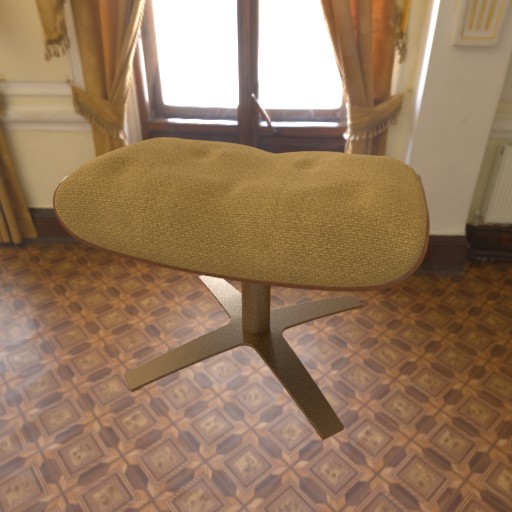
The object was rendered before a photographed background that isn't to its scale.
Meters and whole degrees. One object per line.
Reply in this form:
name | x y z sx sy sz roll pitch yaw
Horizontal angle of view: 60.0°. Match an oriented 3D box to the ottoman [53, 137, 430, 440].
ottoman | 0.000 0.000 0.797 0.520 0.391 0.394 9 32 14
